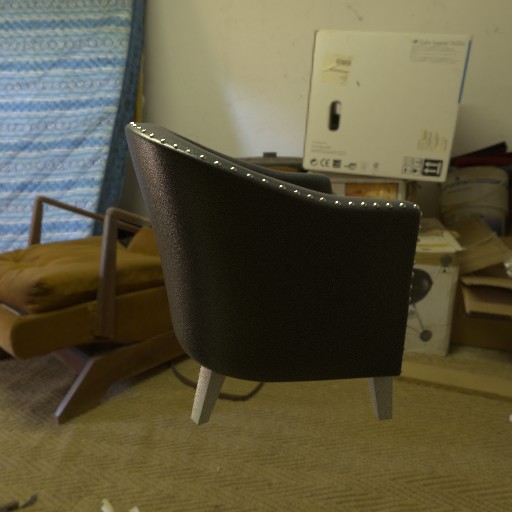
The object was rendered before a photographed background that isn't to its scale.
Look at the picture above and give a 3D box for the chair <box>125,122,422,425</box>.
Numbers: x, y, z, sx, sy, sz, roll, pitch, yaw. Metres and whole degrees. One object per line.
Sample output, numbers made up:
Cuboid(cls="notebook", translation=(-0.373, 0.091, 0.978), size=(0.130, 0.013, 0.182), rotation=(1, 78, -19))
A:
Cuboid(cls="chair", translation=(0.000, 0.000, 1.430), size=(0.748, 0.823, 0.794), rotation=(-2, 16, -8))
